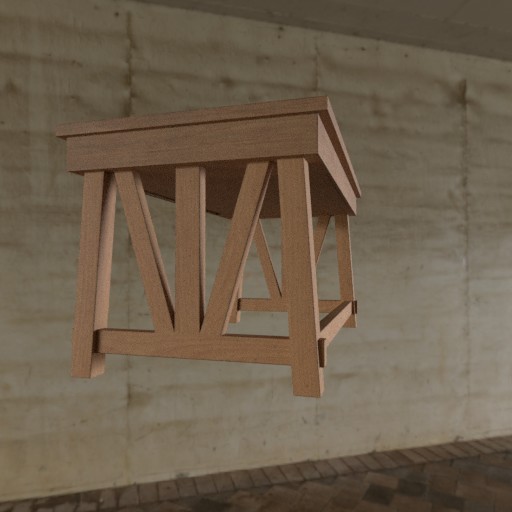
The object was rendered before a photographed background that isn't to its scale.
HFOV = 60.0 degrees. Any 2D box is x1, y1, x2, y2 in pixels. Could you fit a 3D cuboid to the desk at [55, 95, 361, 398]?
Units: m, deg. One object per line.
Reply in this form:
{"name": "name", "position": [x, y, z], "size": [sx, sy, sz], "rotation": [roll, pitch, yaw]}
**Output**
{"name": "desk", "position": [0.000, 0.000, 1.925], "size": [0.813, 0.762, 1.499], "rotation": [0, -1, 16]}
